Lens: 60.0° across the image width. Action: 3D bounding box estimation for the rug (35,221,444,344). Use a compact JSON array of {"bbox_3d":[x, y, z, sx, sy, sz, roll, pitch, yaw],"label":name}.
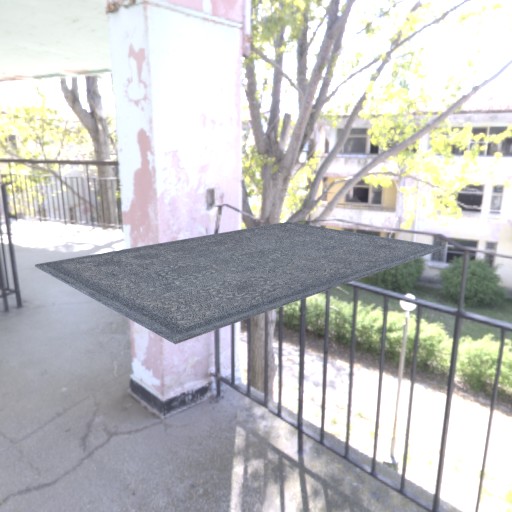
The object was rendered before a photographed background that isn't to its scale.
[{"bbox_3d":[0.000,0.000,2.340,1.819,0.012,1.208,-13,19,-42],"label":"rug"}]
